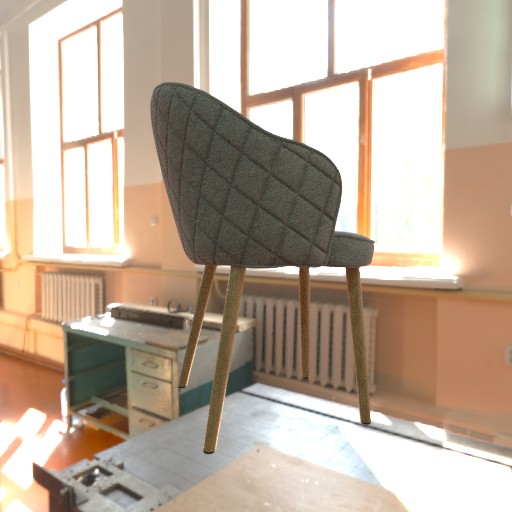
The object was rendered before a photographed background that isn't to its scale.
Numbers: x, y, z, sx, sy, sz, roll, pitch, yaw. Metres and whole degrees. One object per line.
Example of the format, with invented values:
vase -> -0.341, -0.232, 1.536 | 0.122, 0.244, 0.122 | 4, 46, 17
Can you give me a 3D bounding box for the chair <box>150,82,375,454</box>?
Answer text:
chair -> 0.000, 0.000, 1.162 | 0.530, 0.800, 0.540 | -1, 3, -17
